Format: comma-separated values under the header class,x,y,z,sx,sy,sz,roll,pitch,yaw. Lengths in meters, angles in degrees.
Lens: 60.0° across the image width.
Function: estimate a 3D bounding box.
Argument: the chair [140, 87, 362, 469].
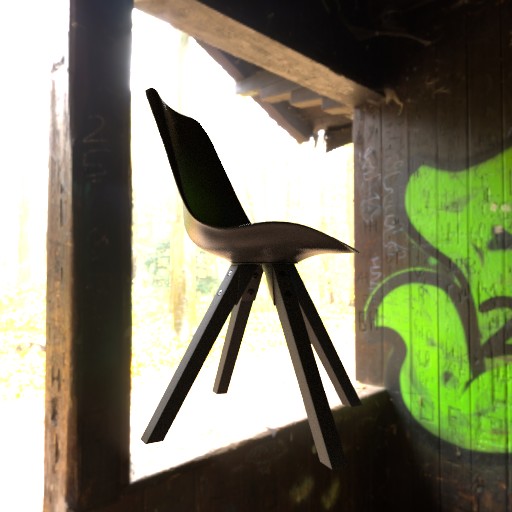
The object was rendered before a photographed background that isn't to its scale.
class,x,y,z,sx,sy,sz,roll,pitch,yaw
chair,0.000,0.000,1.151,0.530,0.850,0.485,-1,-2,17
